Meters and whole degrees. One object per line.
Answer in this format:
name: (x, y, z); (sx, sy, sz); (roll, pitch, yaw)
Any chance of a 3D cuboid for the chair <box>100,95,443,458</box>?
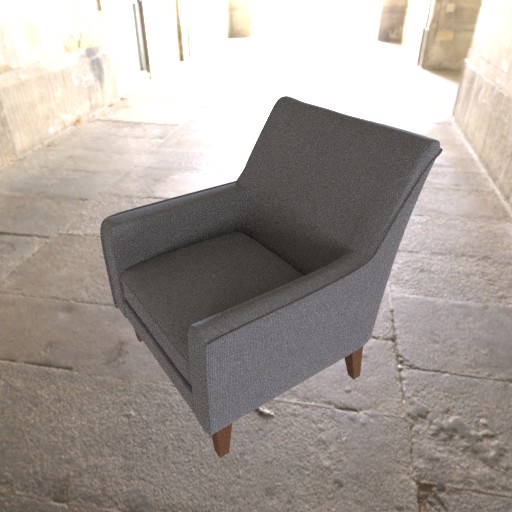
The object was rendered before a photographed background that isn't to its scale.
chair: (0.000, 0.000, 1.642); (0.899, 0.919, 0.780); (-21, 38, -29)
